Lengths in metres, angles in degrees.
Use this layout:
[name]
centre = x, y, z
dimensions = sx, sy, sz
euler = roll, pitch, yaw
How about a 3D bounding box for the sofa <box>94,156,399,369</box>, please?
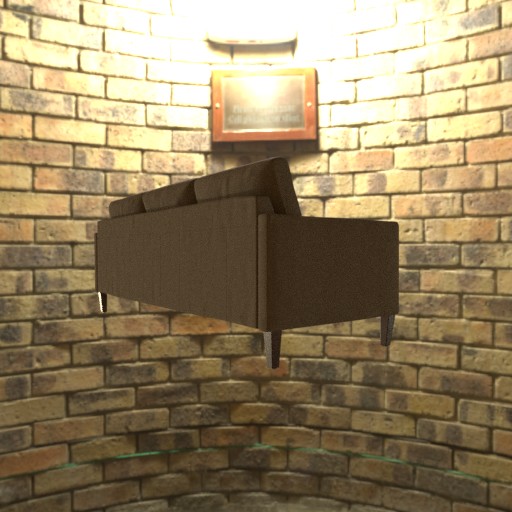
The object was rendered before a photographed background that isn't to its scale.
[sofa]
centre = 0.000, 0.000, 2.996
dimensions = 1.506, 0.875, 2.178
euler = 0, 1, -37
